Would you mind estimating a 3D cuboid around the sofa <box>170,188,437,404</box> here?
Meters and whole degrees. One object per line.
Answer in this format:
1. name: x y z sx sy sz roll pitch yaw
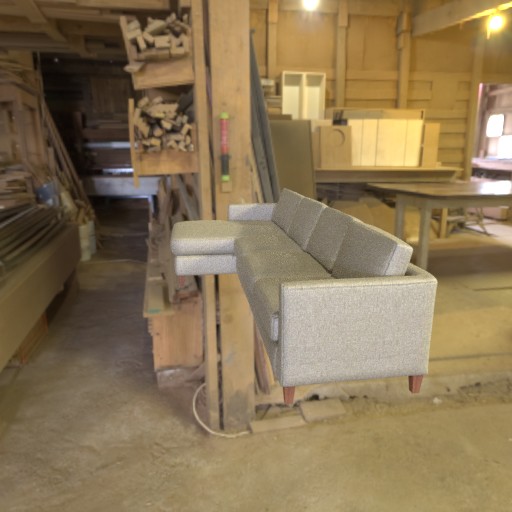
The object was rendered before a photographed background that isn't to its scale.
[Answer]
1. sofa: 0.000 0.000 3.788 1.502 0.876 3.201 -2 14 -8
